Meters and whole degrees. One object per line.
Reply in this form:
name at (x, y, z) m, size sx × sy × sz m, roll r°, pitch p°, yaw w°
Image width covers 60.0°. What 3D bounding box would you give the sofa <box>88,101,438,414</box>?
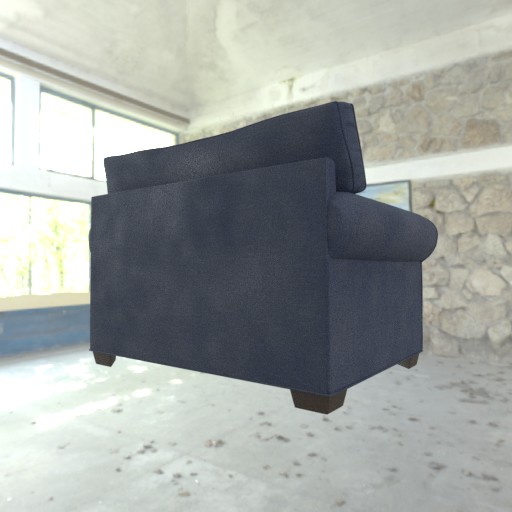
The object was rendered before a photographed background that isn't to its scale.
sofa at (0.000, 0.000, 2.067) m, size 1.405 × 1.004 × 0.938 m, roll -1°, pitch -2°, yaw 37°
